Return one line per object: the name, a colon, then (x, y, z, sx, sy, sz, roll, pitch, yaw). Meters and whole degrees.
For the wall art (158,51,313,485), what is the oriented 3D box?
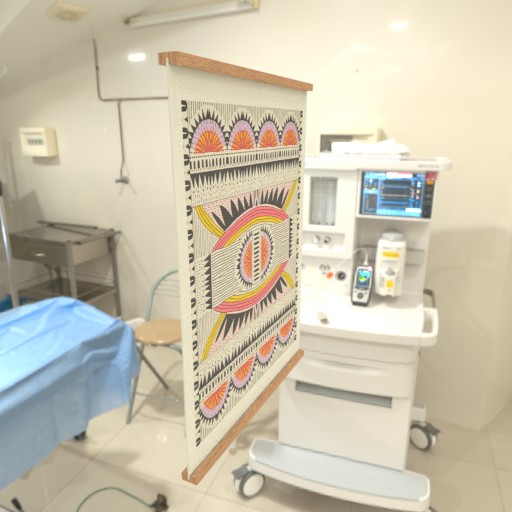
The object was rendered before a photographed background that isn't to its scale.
wall art: (0.000, 0.000, 0.792, 0.028, 0.609, 0.456, 8, 18, 26)
